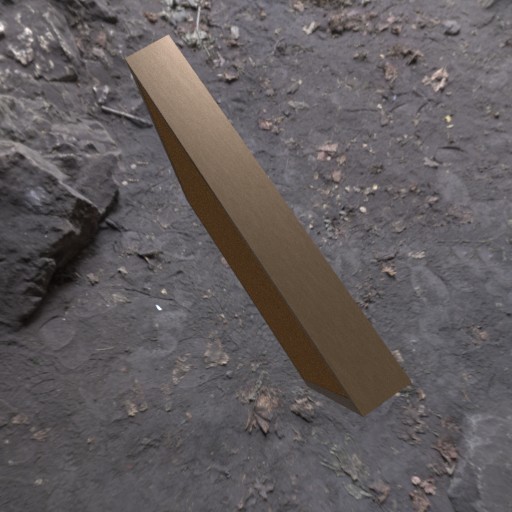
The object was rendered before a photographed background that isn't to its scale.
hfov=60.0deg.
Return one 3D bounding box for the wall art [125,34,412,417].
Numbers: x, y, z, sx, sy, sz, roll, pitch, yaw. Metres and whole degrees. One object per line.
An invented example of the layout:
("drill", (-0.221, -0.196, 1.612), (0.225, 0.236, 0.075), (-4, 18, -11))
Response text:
("wall art", (0.000, 0.000, 0.455), (0.038, 0.305, 0.304), (-32, 79, -7))
